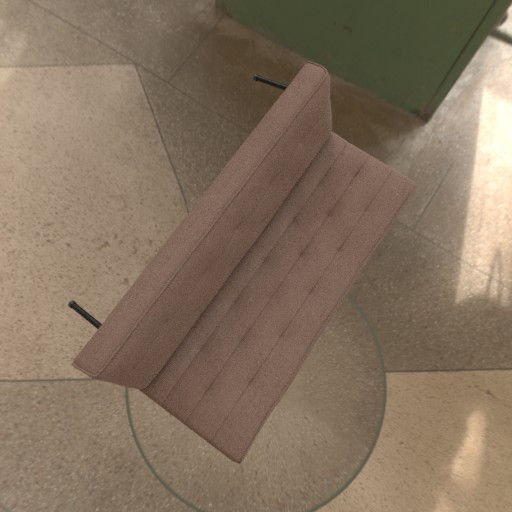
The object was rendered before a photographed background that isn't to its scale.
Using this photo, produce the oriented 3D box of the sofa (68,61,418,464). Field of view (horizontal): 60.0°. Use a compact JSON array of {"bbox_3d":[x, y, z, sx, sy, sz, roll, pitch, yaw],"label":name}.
[{"bbox_3d":[0.000,0.000,2.336,1.038,0.810,1.820,34,77,9],"label":"sofa"}]
